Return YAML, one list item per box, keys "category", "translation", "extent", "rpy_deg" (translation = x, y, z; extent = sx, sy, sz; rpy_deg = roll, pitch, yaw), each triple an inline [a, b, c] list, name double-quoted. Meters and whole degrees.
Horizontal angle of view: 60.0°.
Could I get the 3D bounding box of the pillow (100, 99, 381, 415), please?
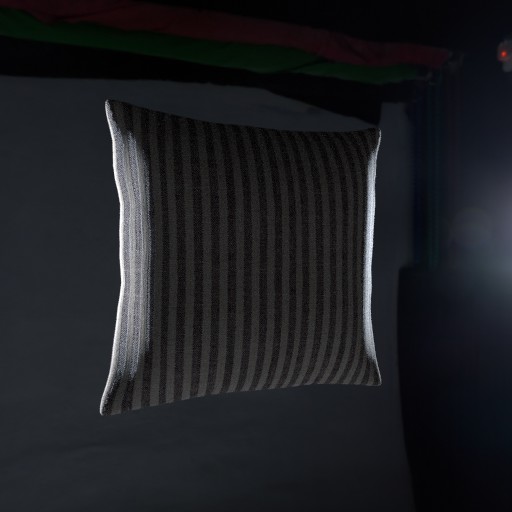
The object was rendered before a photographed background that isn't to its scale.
- category: "pillow"
  translation: [0.000, 0.000, 0.790]
  extent: [0.523, 0.506, 0.166]
  rpy_deg: [0, 0, -19]
